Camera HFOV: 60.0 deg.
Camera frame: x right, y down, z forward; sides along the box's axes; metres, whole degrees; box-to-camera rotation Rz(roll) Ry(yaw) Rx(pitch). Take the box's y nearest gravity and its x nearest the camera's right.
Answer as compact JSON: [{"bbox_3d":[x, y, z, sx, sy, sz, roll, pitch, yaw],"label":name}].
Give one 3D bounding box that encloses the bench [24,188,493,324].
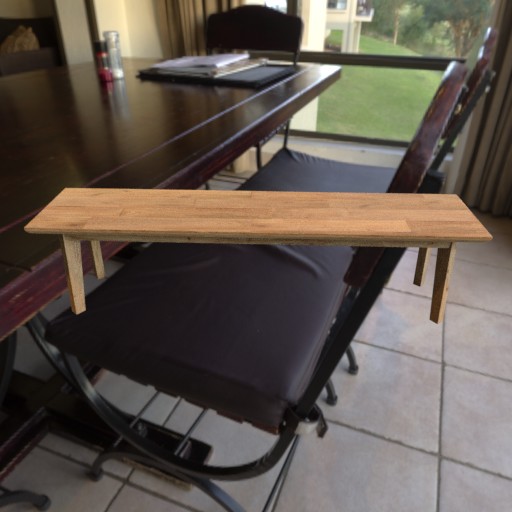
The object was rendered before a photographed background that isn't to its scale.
[{"bbox_3d":[0.000,0.000,1.875,1.698,0.431,0.378,1,32,2],"label":"bench"}]
